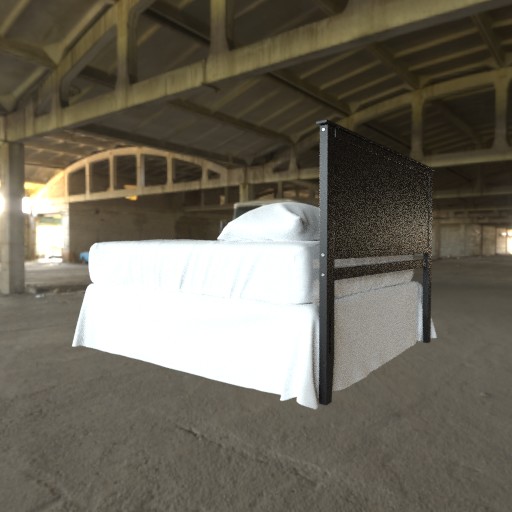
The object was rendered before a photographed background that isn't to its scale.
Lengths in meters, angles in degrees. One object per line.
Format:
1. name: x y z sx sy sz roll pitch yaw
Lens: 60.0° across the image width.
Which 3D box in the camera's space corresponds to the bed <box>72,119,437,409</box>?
1. bed: 0.000 0.000 3.216 2.050 1.270 1.870 1 2 37
